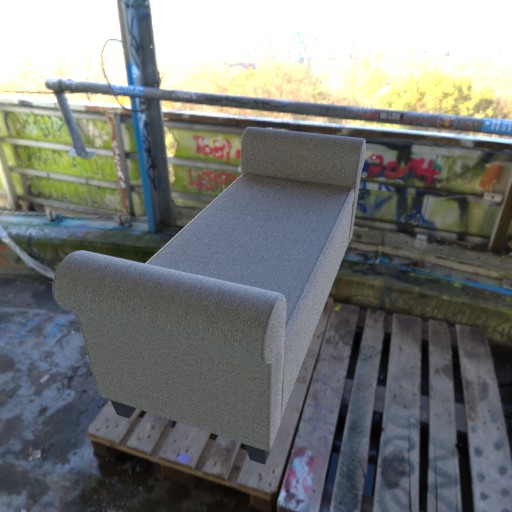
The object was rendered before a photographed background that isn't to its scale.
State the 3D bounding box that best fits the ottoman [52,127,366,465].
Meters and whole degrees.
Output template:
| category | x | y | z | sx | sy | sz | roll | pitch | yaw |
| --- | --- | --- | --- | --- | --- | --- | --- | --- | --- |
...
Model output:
| category | x | y | z | sx | sy | sz | roll | pitch | yaw |
| --- | --- | --- | --- | --- | --- | --- | --- | --- | --- |
| ottoman | 0.000 | 0.000 | 1.522 | 0.521 | 0.547 | 1.256 | 11 | 33 | 17 |
